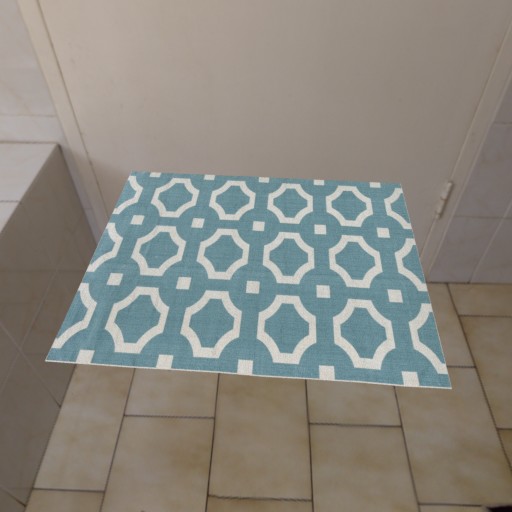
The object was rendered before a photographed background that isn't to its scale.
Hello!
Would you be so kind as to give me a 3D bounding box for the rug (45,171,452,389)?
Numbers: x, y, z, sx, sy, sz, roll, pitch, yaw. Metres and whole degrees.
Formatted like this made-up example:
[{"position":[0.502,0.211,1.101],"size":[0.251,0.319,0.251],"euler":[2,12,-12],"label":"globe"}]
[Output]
[{"position":[0.000,0.000,4.155],"size":[3.049,0.021,2.466],"euler":[3,46,3],"label":"rug"}]
